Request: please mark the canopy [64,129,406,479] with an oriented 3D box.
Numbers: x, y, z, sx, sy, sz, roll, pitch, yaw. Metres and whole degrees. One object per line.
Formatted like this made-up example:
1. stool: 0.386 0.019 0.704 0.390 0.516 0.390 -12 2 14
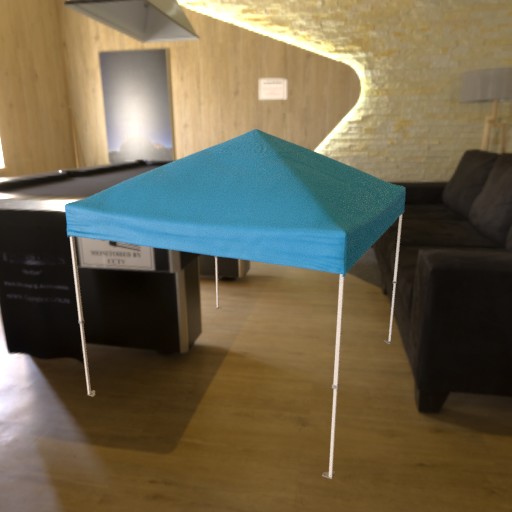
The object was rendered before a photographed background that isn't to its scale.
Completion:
1. canopy: 0.000 0.000 5.438 2.998 2.997 2.996 8 18 25
